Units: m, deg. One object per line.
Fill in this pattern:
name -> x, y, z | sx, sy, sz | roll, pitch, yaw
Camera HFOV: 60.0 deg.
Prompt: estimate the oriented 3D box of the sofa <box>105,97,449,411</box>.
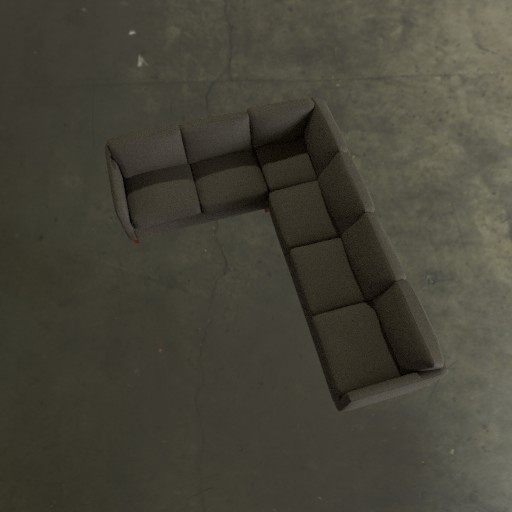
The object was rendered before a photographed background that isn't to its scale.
sofa -> 0.000, 0.000, 4.519 | 2.593, 0.947, 3.302 | -14, 65, -7
